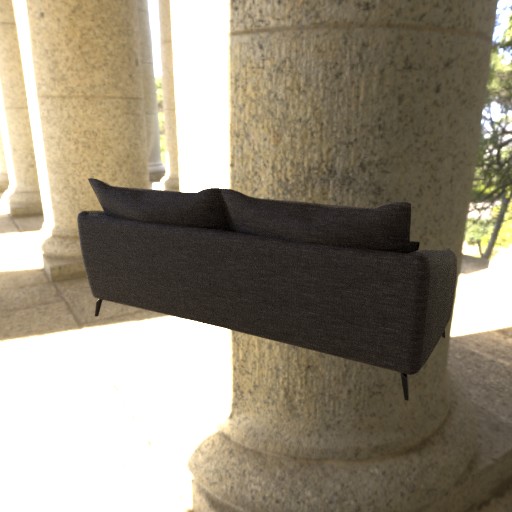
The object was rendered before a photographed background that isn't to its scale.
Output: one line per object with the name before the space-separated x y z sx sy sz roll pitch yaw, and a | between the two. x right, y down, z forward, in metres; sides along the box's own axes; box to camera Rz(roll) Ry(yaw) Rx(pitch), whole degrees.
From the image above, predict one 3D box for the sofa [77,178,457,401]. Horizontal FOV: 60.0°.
sofa | 0.000 0.000 2.464 2.019 0.843 0.807 9 19 27
